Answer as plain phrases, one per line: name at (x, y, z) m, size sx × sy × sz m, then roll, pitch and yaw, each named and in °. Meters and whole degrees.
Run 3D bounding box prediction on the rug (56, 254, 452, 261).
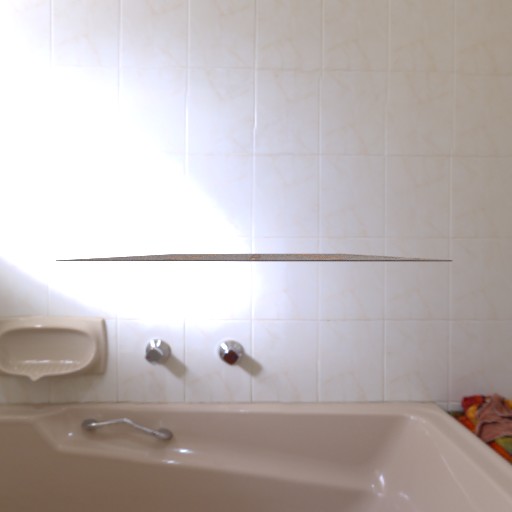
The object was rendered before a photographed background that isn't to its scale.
rug at (0.000, 0.000, 2.265) m, size 1.217 × 0.005 × 1.818 m, roll 0°, pitch 1°, yaw 1°
